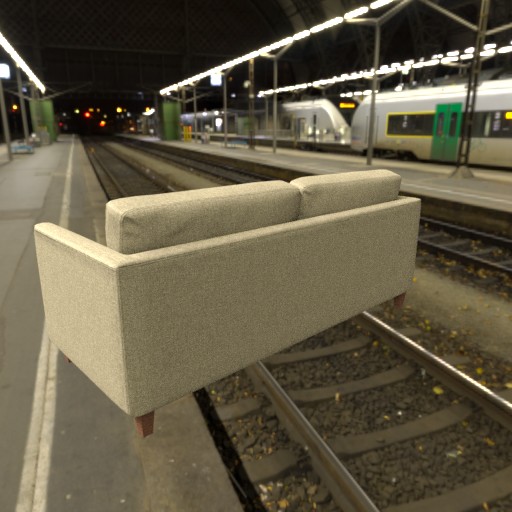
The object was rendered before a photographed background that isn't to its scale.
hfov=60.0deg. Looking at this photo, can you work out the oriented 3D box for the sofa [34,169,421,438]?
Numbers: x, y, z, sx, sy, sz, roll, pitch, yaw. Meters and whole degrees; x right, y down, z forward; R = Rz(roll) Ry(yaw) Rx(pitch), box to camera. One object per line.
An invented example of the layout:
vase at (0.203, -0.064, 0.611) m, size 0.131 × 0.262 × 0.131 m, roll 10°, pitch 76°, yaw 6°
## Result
sofa at (0.000, 0.000, 2.660) m, size 2.208 × 0.960 × 0.956 m, roll -14°, pitch 22°, yaw -41°
